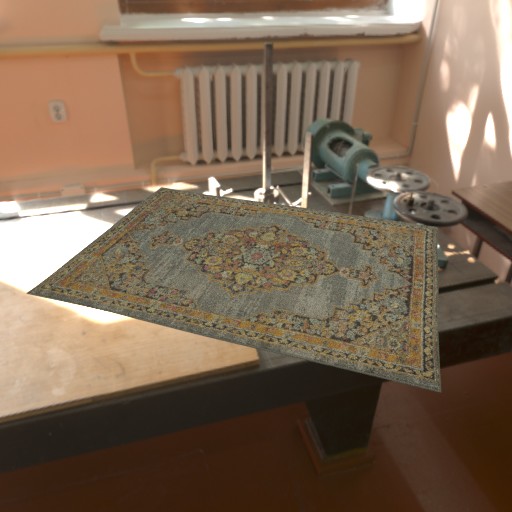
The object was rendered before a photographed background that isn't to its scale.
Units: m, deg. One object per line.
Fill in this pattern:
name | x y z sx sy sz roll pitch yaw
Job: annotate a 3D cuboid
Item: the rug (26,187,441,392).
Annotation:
rug | 0.000 0.000 3.907 3.063 0.024 2.158 10 34 16
